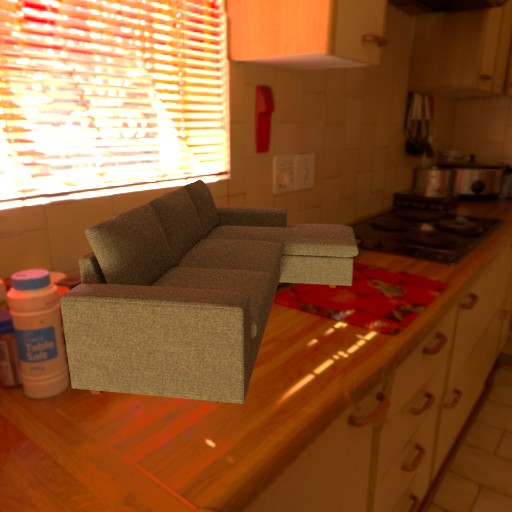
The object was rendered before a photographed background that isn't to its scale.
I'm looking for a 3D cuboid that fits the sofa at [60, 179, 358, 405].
[{"bbox_3d":[0.000,0.000,3.531,1.689,0.940,2.718,2,17,8],"label":"sofa"}]
